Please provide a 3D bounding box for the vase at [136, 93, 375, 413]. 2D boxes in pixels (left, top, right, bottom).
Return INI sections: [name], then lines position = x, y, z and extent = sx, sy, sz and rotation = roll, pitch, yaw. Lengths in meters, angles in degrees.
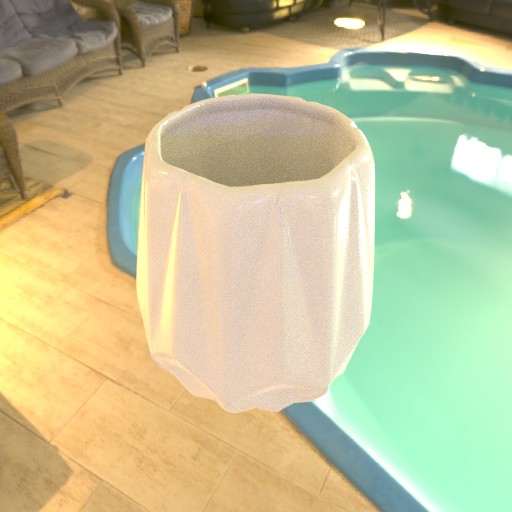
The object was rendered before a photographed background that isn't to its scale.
[vase]
position = 0.000, 0.000, 0.255
extent = 0.141, 0.152, 0.141
rotation = 0, 41, 0
